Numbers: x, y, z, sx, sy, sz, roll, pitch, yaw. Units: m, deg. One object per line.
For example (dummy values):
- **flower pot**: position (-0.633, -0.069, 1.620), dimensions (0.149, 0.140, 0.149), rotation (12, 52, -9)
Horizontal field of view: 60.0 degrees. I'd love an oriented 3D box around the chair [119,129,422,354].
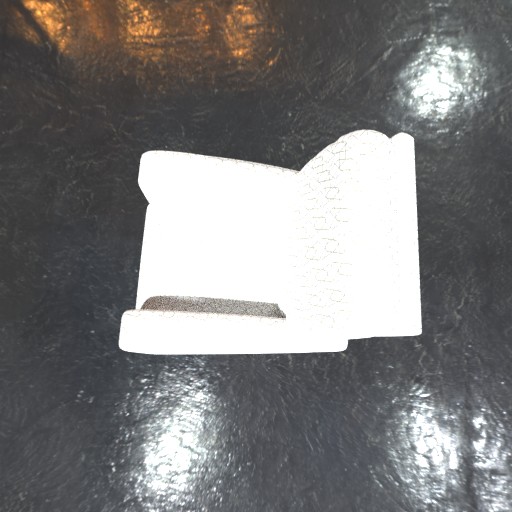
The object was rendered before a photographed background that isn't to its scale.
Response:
- **chair**: position (0.000, 0.000, 1.775), dimensions (0.995, 1.064, 0.796), rotation (3, 76, 1)
